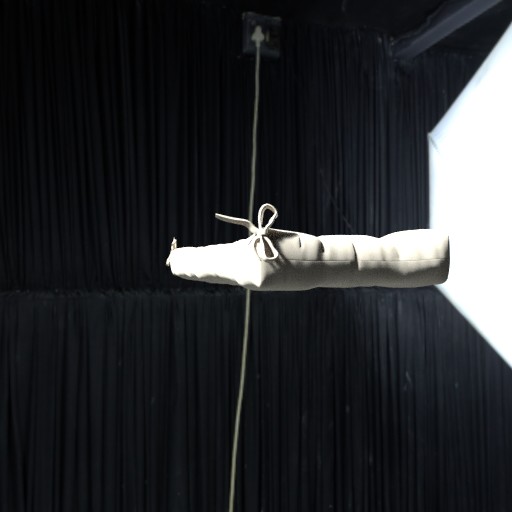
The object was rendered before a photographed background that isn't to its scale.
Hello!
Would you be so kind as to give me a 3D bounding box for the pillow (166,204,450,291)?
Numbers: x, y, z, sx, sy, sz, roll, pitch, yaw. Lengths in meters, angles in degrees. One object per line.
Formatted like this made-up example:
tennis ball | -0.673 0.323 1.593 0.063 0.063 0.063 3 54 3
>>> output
pillow | 0.000 0.000 1.386 0.511 0.174 1.194 0 -1 -19
